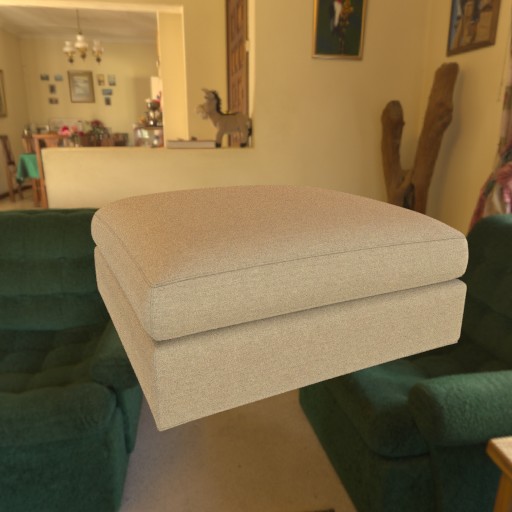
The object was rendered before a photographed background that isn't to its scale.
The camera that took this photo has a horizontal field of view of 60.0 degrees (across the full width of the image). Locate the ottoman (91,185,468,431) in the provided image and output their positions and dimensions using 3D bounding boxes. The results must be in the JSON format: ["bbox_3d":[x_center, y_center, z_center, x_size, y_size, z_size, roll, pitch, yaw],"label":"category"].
[{"bbox_3d":[0.000,0.000,1.635,1.041,0.470,1.041,-8,18,-25],"label":"ottoman"}]
